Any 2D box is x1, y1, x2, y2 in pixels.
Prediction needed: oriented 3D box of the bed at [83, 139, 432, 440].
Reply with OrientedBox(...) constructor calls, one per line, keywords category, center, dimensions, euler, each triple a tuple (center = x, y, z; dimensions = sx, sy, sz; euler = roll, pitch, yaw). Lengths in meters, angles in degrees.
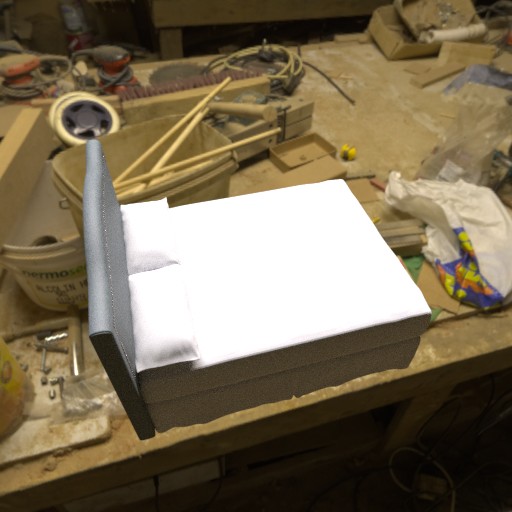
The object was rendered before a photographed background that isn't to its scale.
OrientedBox(category="bed", center=(0.000, 0.000, 3.316), dimensions=(2.143, 1.460, 1.753), euler=(-11, 48, -10))
